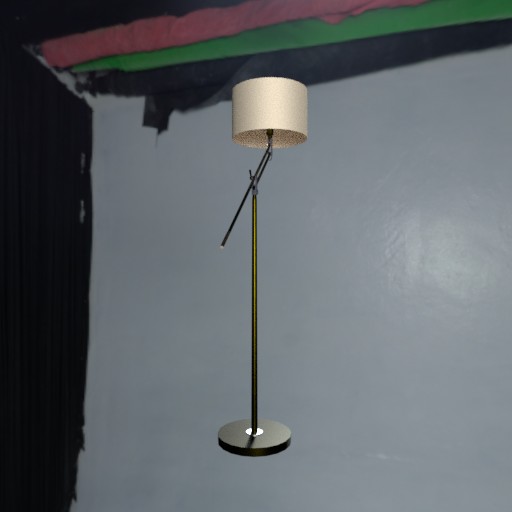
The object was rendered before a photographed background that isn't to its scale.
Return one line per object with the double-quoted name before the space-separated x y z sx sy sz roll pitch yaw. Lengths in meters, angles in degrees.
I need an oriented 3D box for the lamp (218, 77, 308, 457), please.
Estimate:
"lamp" 0.000 0.000 1.991 0.373 1.635 0.809 0 0 18
